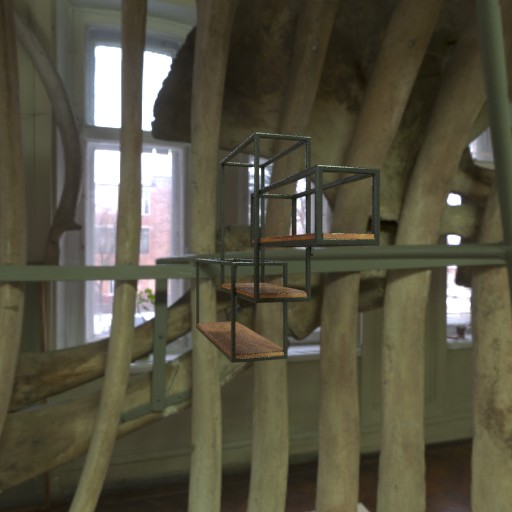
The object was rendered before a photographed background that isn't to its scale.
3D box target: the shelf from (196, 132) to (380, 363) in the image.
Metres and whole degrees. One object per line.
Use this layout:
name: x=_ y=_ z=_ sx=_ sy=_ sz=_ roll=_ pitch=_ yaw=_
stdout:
shelf: x=0.000 y=0.000 z=2.115 sx=0.275 sy=0.972 sz=1.781 roll=0 pitch=1 yaw=-17
